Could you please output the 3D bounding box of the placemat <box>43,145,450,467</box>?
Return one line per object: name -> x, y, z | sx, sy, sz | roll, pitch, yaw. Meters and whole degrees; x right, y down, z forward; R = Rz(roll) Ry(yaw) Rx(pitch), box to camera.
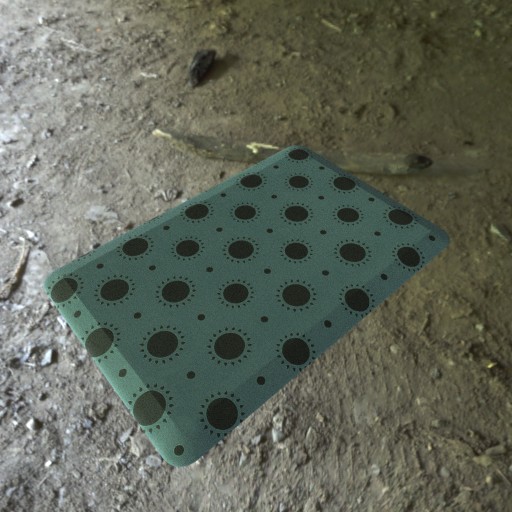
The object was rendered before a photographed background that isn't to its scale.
placemat -> 0.000, 0.000, 0.955 | 0.762, 0.021, 0.508 | -33, 56, -26
